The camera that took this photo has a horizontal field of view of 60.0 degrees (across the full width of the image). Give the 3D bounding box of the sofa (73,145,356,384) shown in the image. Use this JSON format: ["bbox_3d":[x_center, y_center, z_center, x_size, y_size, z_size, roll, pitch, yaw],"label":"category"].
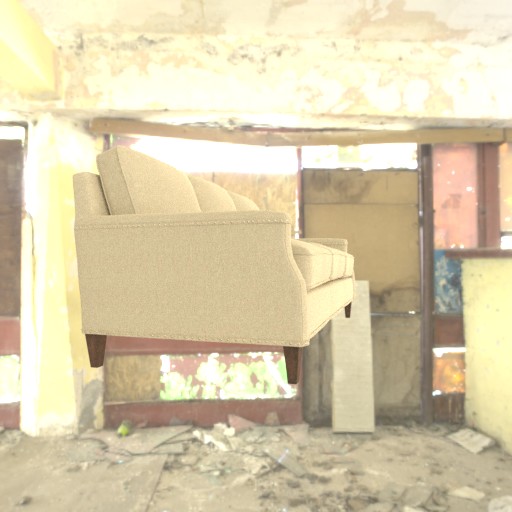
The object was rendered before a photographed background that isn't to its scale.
[{"bbox_3d":[0.000,0.000,2.843,1.084,1.003,2.246,0,-1,17],"label":"sofa"}]
